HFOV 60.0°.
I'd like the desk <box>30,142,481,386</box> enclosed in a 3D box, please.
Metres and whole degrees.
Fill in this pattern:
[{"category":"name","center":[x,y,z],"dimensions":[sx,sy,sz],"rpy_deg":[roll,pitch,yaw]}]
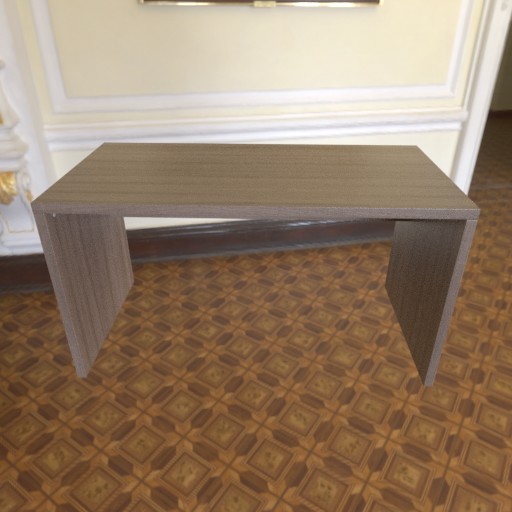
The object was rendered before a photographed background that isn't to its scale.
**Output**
[{"category":"desk","center":[0.000,0.000,1.840],"dimensions":[1.380,0.745,0.690],"rpy_deg":[1,30,2]}]
